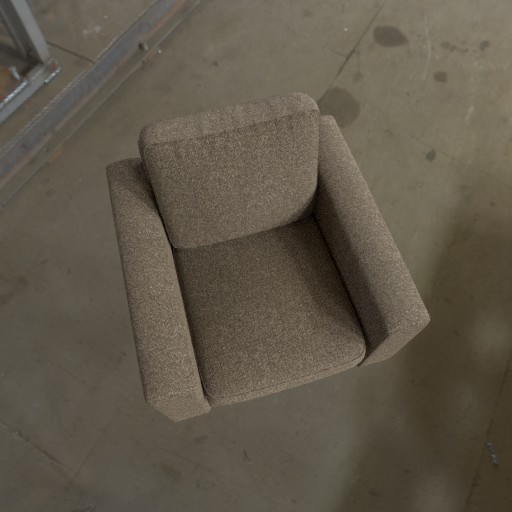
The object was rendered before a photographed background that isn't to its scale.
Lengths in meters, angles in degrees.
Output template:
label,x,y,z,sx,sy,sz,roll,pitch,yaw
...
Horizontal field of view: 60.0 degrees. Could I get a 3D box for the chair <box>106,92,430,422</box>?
label,x,y,z,sx,sy,sz,roll,pitch,yaw
chair,0.000,0.000,1.769,1.005,0.873,1.016,-14,65,-7
